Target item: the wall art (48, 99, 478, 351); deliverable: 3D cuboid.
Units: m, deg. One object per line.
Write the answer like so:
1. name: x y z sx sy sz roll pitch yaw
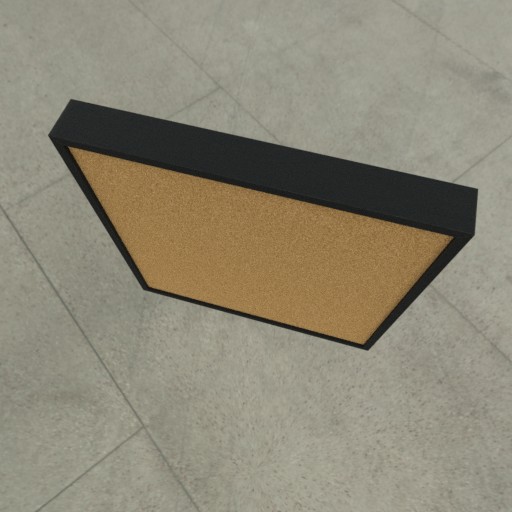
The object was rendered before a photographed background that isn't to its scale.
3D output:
1. wall art: 0.000 0.000 0.450 0.305 0.305 0.037 14 65 7
